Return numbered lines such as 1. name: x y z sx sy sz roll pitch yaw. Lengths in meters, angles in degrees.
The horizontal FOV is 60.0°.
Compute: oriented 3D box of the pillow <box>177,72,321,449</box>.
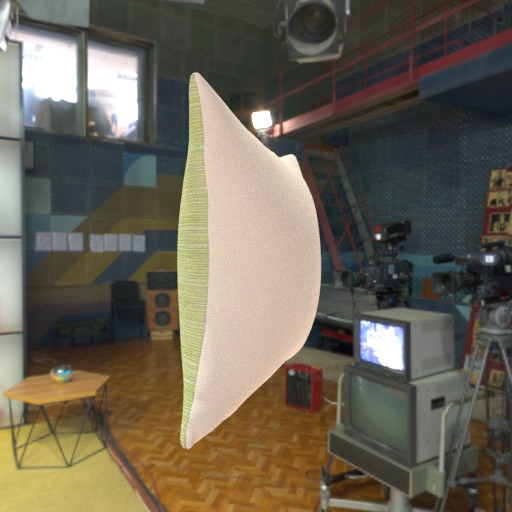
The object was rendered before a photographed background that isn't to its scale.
1. pillow: 0.000 0.000 0.819 0.229 0.487 0.560 0 1 18
